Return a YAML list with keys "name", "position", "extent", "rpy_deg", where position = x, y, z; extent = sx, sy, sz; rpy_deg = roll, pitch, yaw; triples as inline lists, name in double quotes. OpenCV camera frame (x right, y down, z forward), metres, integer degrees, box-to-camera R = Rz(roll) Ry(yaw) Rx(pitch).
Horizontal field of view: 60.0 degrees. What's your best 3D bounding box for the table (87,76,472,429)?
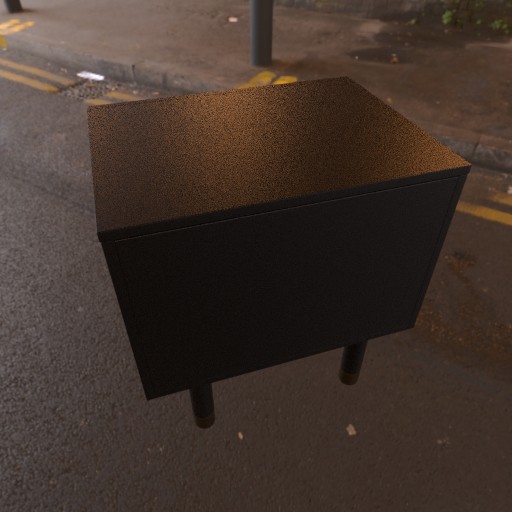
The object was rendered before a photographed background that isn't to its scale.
- name: "table"
  position: [0.000, 0.000, 0.973]
  extent: [0.564, 0.584, 0.441]
  rpy_deg: [-12, 42, -14]
